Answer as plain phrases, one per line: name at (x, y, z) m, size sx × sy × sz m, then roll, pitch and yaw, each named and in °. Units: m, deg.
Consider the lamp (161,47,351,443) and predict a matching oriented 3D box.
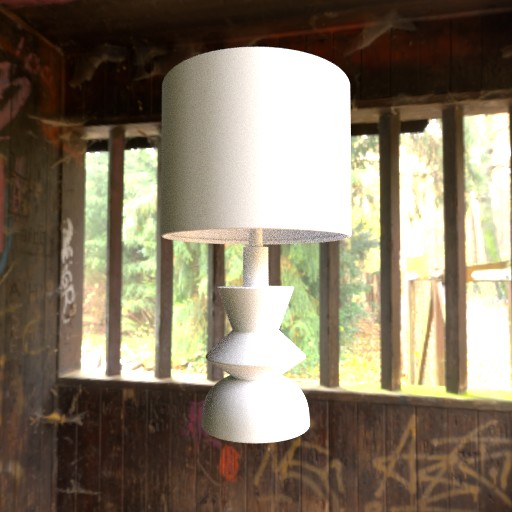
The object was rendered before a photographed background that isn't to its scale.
lamp at (0.000, 0.000, 0.715) m, size 0.301 × 0.533 × 0.301 m, roll 1°, pitch -2°, yaw -17°
